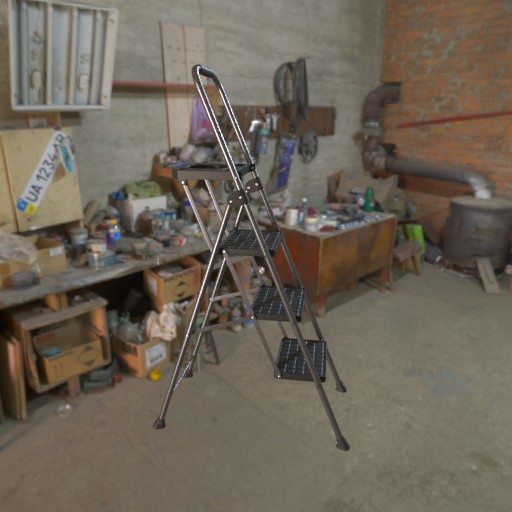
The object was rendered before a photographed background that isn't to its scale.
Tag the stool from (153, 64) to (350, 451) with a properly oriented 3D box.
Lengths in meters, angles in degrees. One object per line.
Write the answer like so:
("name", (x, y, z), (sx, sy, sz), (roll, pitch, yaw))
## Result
("stool", (0.000, 0.000, 1.609), (0.733, 1.277, 0.396), (3, 17, 9))
